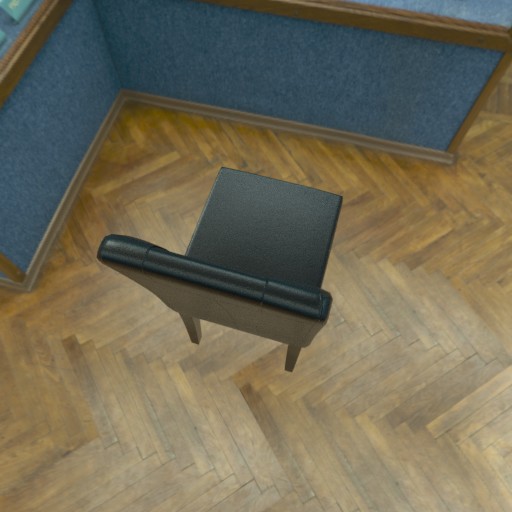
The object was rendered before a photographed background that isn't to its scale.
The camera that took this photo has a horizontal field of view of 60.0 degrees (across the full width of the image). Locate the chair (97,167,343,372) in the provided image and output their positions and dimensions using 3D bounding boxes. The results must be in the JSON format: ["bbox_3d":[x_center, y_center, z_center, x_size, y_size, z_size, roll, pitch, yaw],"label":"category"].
[{"bbox_3d":[0.000,0.000,1.201,0.399,0.897,0.556,15,65,7],"label":"chair"}]
